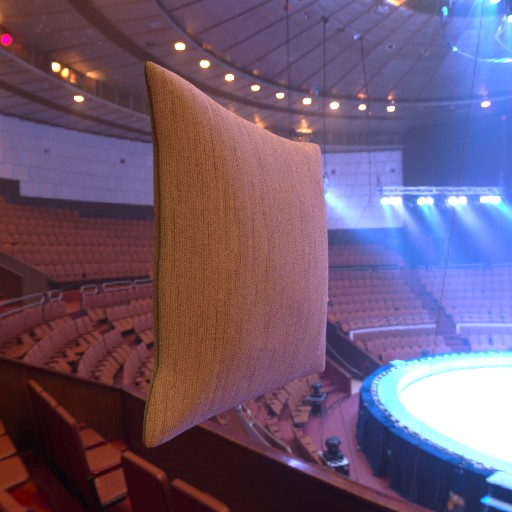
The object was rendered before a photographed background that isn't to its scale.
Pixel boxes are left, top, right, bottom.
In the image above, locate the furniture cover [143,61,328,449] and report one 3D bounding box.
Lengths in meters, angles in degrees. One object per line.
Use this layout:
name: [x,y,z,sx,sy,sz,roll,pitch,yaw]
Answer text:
furniture cover: [0.000,0.000,0.783,0.178,0.506,0.512,-1,-2,35]
